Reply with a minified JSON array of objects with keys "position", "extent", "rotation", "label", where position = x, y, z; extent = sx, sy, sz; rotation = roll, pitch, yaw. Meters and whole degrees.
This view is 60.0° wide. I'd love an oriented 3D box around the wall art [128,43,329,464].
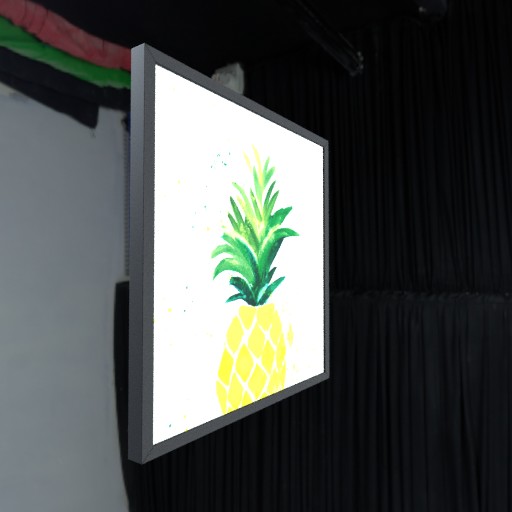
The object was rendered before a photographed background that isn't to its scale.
[{"position":[0.000,0.000,1.122],"extent":[0.037,0.760,0.762],"rotation":[-1,-2,35],"label":"wall art"}]
